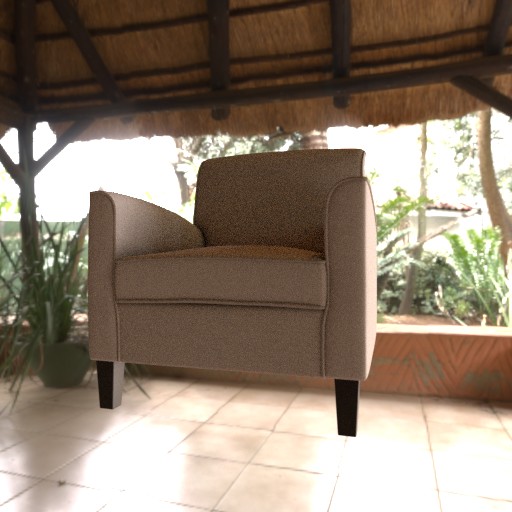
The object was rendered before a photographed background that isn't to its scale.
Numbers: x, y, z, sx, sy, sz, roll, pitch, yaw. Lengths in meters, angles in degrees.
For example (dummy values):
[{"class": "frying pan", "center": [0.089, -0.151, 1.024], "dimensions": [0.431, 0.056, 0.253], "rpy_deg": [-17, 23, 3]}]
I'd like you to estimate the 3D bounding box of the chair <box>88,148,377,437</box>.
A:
[{"class": "chair", "center": [0.000, 0.000, 1.575], "dimensions": [0.820, 0.915, 0.820], "rpy_deg": [0, -1, 17]}]
